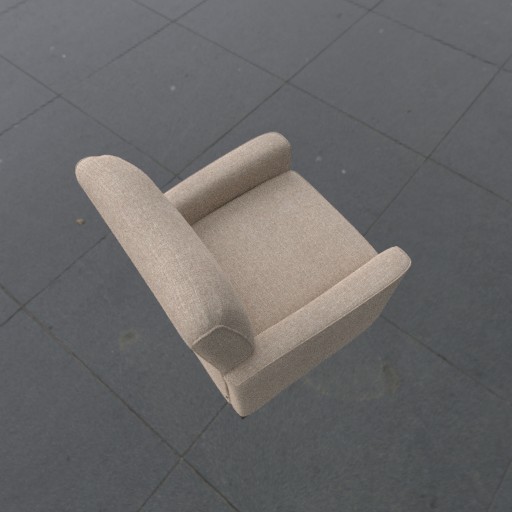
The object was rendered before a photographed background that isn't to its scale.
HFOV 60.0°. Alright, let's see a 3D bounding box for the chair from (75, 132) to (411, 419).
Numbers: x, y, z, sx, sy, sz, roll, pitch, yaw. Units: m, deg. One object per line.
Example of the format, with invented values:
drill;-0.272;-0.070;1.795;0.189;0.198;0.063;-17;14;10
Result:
chair;0.000;0.000;1.688;0.858;1.028;0.841;-32;65;-17
